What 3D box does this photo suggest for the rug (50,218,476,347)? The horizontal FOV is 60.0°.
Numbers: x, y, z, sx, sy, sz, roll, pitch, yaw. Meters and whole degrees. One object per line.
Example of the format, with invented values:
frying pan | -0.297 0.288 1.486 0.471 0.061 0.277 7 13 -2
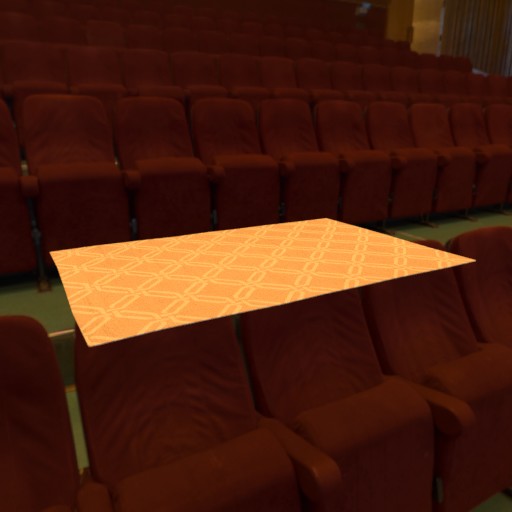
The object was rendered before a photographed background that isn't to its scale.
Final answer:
rug | 0.000 0.000 2.147 1.745 0.010 1.146 -9 19 -28
